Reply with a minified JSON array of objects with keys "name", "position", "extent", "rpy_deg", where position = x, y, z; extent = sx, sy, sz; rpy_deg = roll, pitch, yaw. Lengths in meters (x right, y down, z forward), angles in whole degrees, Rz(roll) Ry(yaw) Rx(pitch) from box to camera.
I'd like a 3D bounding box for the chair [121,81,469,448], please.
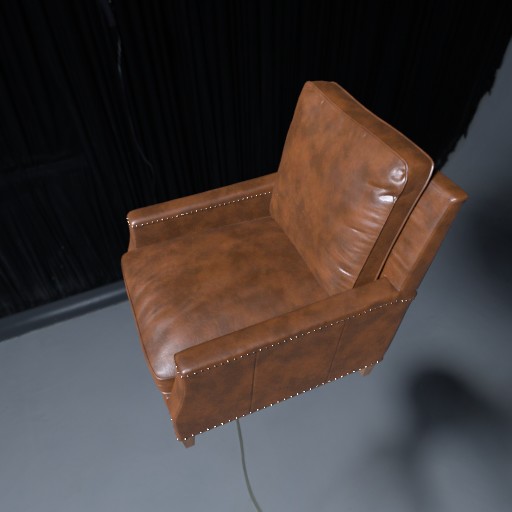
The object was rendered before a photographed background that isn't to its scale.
[{"name":"chair","position":[0.000,0.000,1.764],"extent":[1.035,1.054,0.854],"rpy_deg":[-16,47,-16]}]
